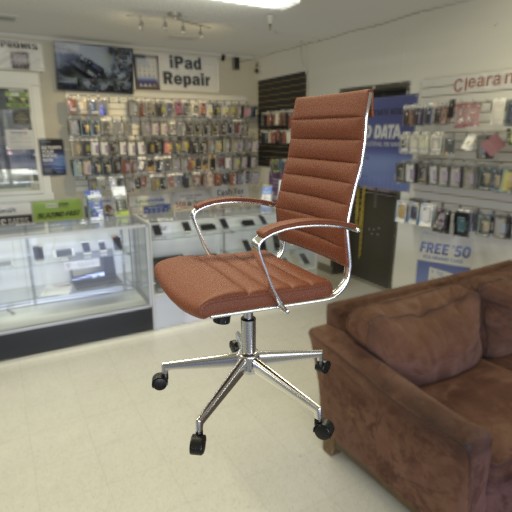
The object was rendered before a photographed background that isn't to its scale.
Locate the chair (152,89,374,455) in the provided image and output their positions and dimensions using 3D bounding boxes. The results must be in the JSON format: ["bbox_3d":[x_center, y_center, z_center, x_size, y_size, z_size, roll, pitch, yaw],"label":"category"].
[{"bbox_3d":[0.000,0.000,1.636,0.739,1.149,0.766,-8,18,-27],"label":"chair"}]
